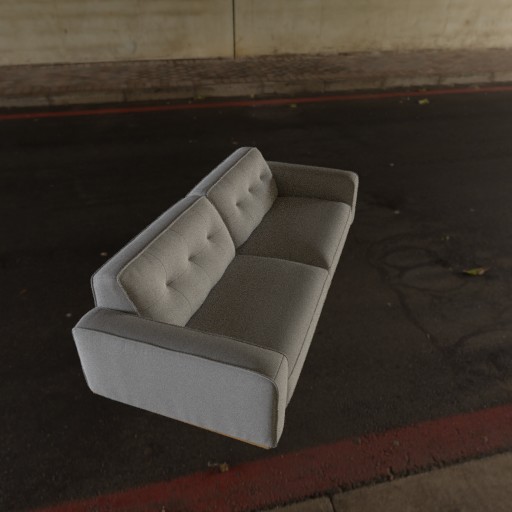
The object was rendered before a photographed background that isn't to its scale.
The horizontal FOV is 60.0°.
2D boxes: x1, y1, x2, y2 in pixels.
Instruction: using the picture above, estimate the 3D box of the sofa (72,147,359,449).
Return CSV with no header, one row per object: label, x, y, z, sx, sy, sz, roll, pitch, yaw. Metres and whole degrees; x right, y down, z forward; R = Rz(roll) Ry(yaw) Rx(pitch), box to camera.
sofa,0.000,0.000,2.771,0.956,0.781,2.270,10,33,16
